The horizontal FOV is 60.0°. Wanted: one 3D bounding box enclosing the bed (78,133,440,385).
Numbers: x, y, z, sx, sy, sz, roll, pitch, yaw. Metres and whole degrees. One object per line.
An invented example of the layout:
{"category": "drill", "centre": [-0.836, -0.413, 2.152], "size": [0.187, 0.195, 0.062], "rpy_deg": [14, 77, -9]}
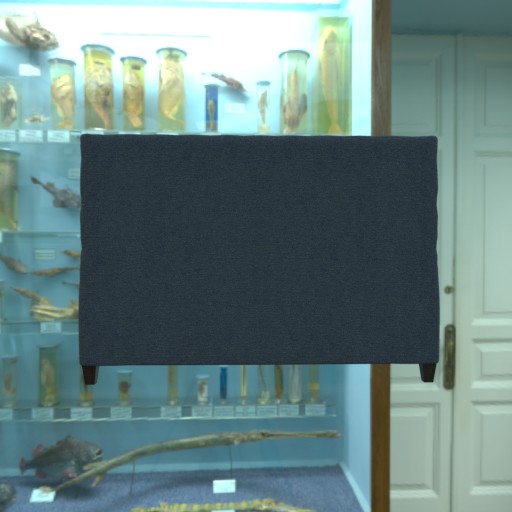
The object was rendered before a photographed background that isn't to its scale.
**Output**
{"category": "bed", "centre": [0.000, 0.000, 3.691], "size": [2.078, 1.427, 2.387], "rpy_deg": [0, 1, -1]}
